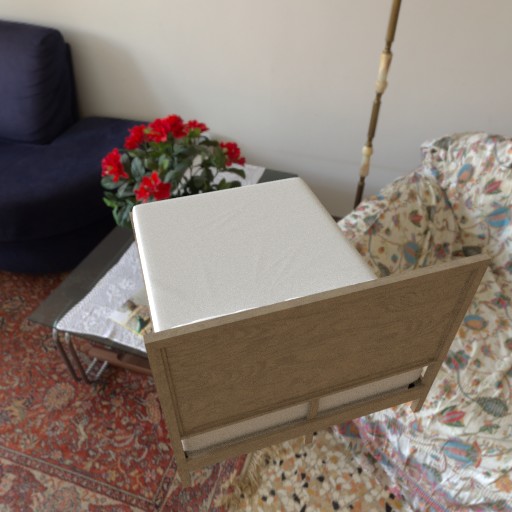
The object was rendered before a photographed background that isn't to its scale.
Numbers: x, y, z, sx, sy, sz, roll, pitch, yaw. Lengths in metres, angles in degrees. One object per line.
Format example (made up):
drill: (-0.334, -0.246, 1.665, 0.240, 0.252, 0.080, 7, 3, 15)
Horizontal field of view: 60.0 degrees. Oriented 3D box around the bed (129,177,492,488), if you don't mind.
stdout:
bed: (0.000, 0.000, 3.117, 1.606, 1.369, 2.189, -12, 43, -13)
